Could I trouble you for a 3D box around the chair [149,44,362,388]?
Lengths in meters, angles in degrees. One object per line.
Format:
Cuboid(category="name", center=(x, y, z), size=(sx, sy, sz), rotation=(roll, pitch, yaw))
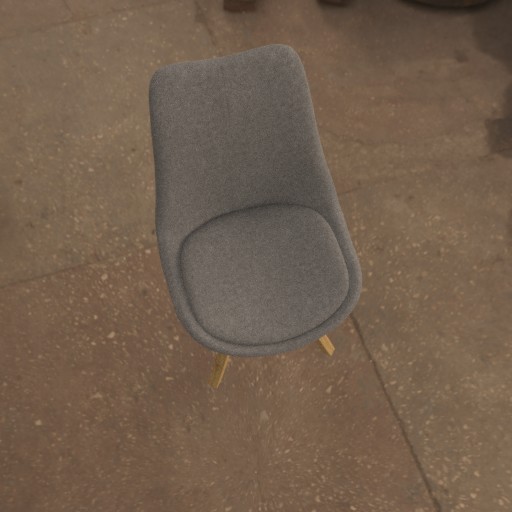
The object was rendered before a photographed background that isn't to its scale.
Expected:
Cuboid(category="chair", center=(0.000, 0.000, 1.189), size=(0.483, 0.865, 0.550), rotation=(-14, 65, -7))
